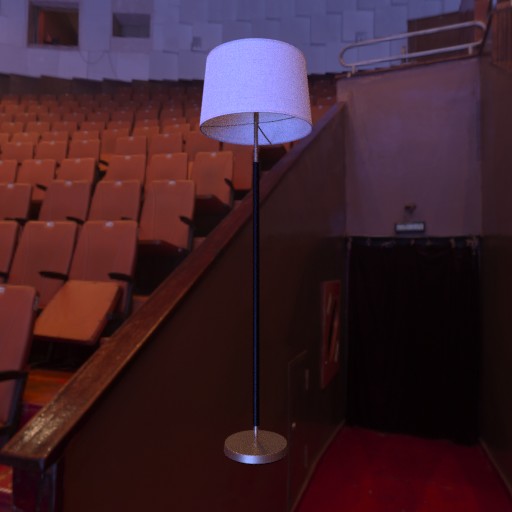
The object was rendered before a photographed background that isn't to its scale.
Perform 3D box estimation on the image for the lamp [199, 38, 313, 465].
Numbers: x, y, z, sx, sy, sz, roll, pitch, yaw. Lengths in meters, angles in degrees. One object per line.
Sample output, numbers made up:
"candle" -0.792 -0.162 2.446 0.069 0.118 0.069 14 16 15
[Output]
"lamp" 0.000 0.000 1.655 0.420 1.447 0.420 0 0 0
